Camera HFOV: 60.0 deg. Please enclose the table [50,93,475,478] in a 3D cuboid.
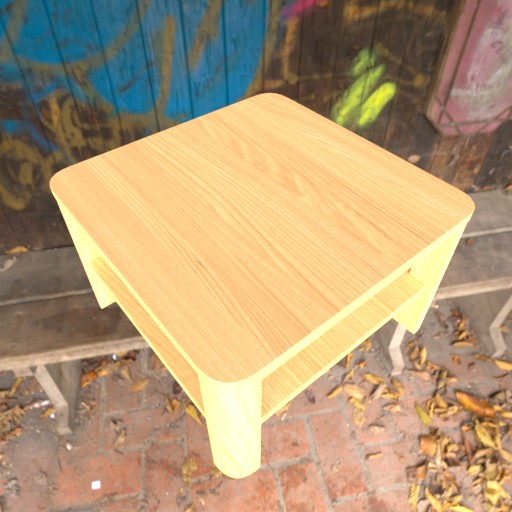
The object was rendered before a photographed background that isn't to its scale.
[{"bbox_3d":[0.000,0.000,1.213,0.750,0.450,0.750,-30,53,-26],"label":"table"}]
